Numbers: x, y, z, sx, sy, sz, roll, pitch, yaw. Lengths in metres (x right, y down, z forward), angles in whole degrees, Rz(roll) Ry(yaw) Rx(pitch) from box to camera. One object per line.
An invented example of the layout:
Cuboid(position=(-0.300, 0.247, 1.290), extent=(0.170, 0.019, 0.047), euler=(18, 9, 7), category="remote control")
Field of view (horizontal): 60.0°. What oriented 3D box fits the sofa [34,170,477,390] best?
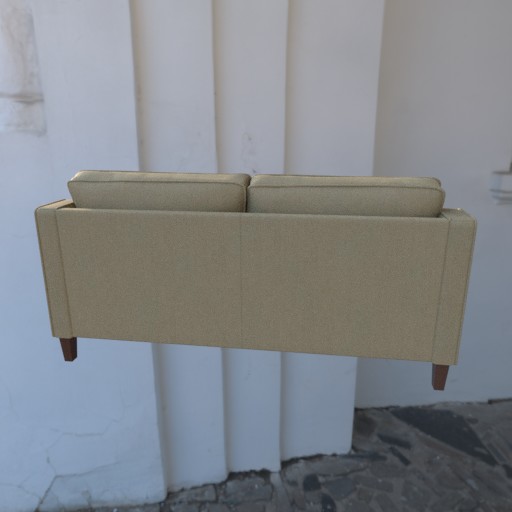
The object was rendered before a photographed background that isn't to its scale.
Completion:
Cuboid(position=(0.000, 0.000, 2.742), extent=(2.178, 1.071, 1.066), euler=(2, 16, 8), category="sofa")
